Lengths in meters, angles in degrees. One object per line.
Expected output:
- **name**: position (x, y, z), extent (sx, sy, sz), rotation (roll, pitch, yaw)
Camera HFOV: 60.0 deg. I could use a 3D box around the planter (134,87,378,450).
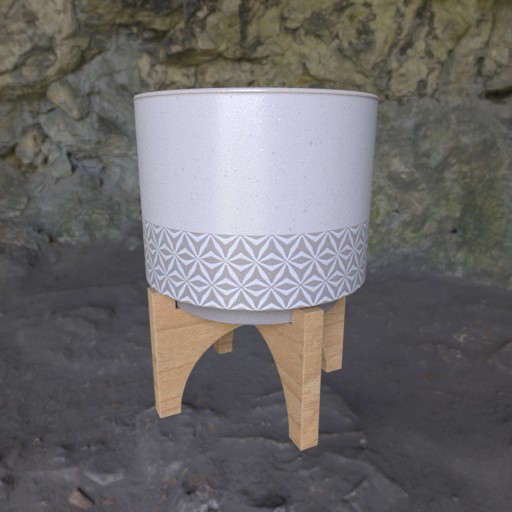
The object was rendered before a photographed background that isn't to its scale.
- **planter**: position (0.000, 0.000, 0.388), extent (0.188, 0.260, 0.188), rotation (0, 16, 0)
